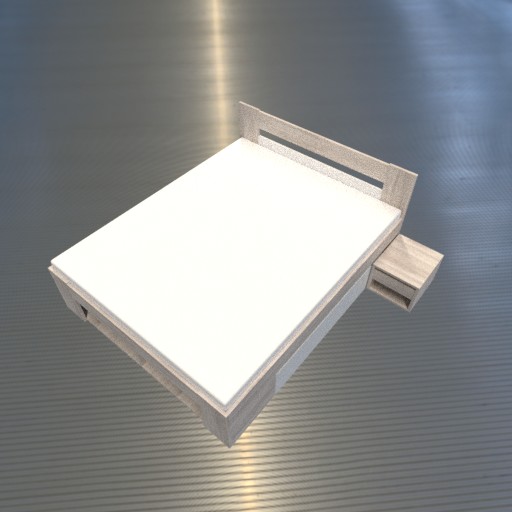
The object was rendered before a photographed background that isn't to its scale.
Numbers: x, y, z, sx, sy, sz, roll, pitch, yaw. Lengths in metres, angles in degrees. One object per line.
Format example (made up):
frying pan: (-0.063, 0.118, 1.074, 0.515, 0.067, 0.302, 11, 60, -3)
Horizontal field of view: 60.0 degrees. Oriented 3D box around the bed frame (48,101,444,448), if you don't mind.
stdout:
bed frame: (0.000, 0.000, 3.180, 2.040, 0.860, 2.050, 31, 54, 26)
